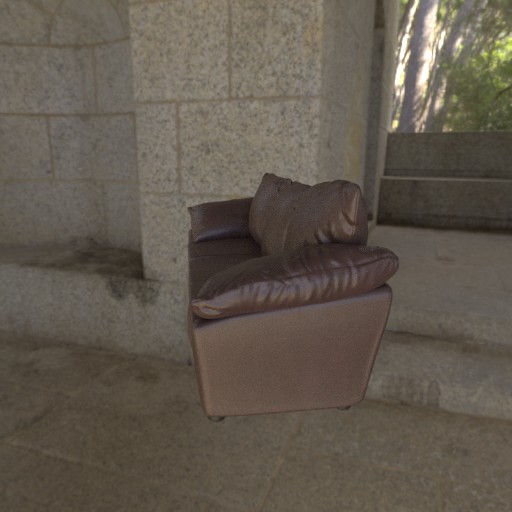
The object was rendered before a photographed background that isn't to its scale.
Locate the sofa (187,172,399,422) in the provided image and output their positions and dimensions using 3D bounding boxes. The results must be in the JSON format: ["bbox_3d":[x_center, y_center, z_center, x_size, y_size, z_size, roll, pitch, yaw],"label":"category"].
[{"bbox_3d":[0.000,0.000,2.897,0.907,1.091,2.390,-2,14,-9],"label":"sofa"}]
